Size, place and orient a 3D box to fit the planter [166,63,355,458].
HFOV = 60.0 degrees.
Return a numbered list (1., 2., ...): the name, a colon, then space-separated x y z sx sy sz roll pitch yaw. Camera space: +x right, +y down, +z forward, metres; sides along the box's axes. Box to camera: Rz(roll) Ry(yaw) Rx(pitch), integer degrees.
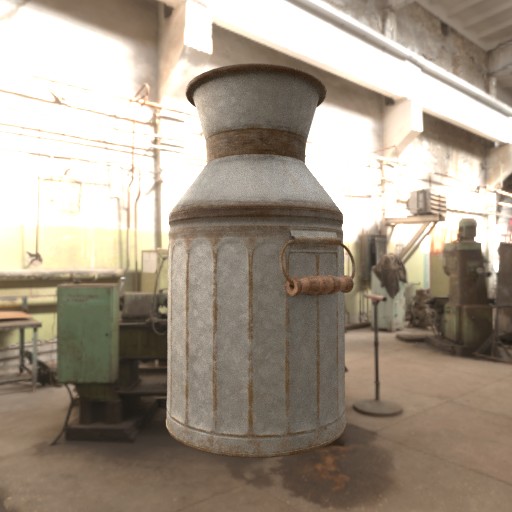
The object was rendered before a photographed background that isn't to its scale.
1. planter: 0.000 0.000 0.538 0.214 0.396 0.245 1 -1 -37
